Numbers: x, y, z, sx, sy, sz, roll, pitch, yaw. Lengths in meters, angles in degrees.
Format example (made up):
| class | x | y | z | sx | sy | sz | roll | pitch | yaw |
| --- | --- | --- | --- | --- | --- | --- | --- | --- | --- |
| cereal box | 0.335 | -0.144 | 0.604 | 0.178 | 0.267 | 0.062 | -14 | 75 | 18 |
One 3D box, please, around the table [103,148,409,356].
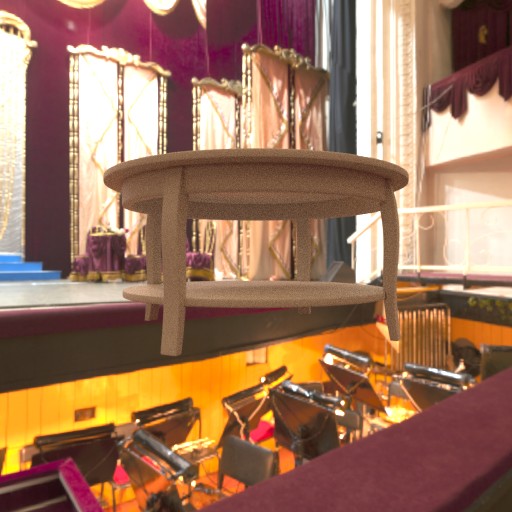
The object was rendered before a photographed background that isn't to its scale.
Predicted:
| class | x | y | z | sx | sy | sz | roll | pitch | yaw |
| --- | --- | --- | --- | --- | --- | --- | --- | --- | --- |
| table | 0.000 | 0.000 | 1.396 | 0.910 | 0.457 | 0.910 | 0 | 0 | 0 |
